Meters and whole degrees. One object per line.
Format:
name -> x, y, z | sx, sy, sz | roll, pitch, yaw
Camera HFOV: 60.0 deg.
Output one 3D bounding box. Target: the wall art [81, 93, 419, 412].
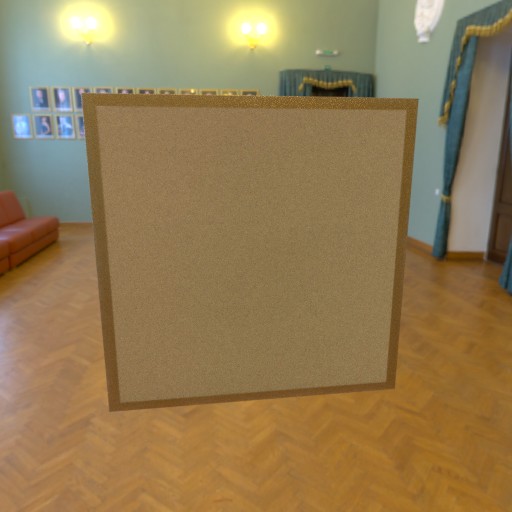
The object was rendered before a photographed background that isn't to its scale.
wall art -> 0.000, 0.000, 0.452 | 0.306, 0.305, 0.038 | -2, 14, -8
